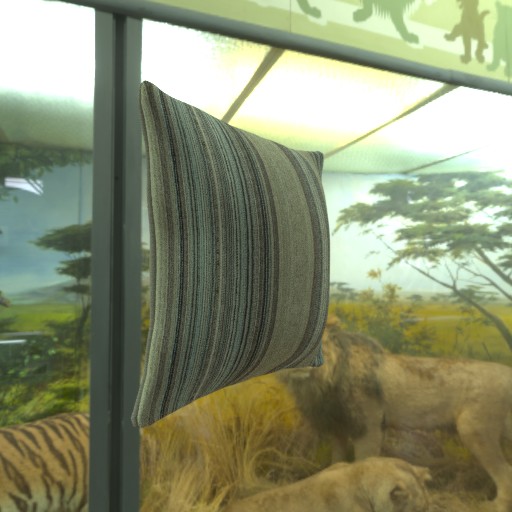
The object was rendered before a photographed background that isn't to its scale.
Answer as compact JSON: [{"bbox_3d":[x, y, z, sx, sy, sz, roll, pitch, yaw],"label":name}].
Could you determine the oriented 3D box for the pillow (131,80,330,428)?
[{"bbox_3d":[0.000,0.000,0.688,0.189,0.416,0.435,-1,-2,38],"label":"pillow"}]
